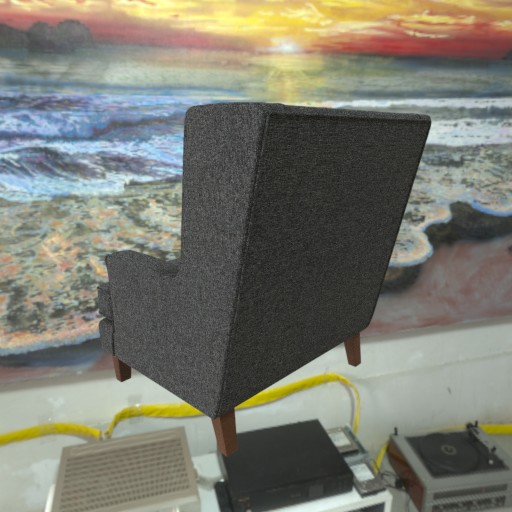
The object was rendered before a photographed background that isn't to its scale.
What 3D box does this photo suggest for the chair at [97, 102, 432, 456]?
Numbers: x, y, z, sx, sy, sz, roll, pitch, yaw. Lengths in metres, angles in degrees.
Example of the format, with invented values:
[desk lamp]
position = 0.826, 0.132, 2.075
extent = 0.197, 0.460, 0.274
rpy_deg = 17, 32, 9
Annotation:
[chair]
position = 0.000, 0.000, 1.755
extent = 0.927, 1.082, 0.942
rpy_deg = 14, 21, 41
